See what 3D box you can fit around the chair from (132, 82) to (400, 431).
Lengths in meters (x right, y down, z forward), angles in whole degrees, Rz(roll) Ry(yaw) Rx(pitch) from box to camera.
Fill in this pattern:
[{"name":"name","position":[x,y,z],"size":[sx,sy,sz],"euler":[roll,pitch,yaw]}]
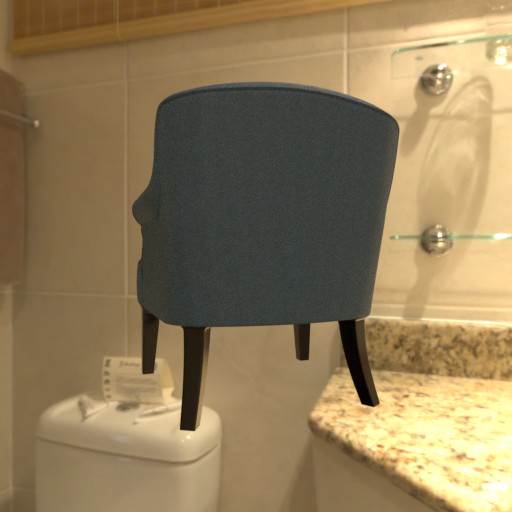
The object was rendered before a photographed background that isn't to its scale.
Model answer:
[{"name":"chair","position":[0.000,0.000,1.466],"size":[0.770,0.878,0.754],"euler":[0,0,-19]}]
